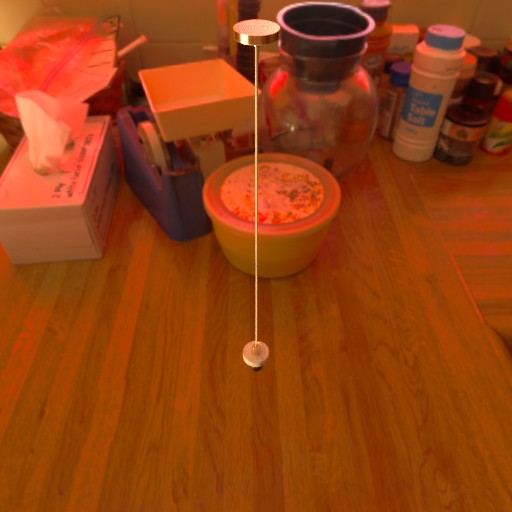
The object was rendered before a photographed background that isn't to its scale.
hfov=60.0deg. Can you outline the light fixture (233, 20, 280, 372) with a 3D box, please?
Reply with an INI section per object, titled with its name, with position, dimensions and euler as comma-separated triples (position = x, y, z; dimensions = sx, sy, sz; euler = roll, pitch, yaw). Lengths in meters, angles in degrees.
[light fixture]
position = 0.000, 0.000, 1.735
dimensions = 0.129, 1.669, 0.129
euler = -23, 49, -22
